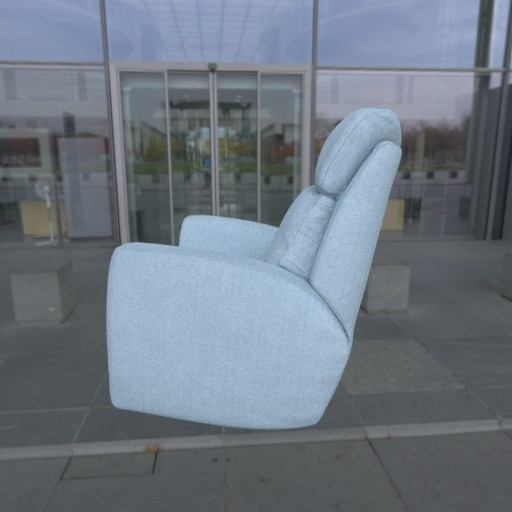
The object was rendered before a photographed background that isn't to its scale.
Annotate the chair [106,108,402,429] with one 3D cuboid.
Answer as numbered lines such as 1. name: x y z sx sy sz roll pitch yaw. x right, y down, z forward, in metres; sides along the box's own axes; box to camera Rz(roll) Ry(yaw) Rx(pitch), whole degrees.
1. chair: 0.000 0.000 1.672 0.940 1.013 0.812 2 13 9
